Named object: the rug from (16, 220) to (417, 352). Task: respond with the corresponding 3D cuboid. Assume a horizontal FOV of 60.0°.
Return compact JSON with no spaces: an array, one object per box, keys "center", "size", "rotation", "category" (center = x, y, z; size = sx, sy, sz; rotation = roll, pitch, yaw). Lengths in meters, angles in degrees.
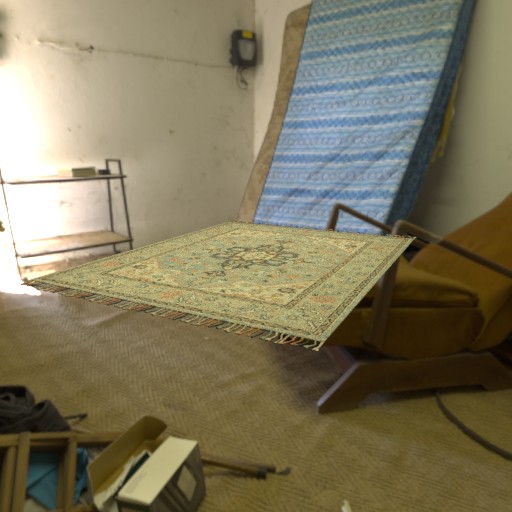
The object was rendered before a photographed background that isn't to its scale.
[{"center":[0.000,0.000,3.416],"size":[1.971,0.010,2.651],"rotation":[7,16,27],"category":"rug"}]
